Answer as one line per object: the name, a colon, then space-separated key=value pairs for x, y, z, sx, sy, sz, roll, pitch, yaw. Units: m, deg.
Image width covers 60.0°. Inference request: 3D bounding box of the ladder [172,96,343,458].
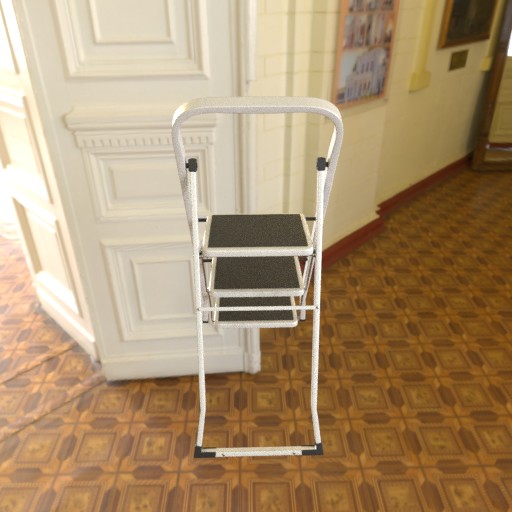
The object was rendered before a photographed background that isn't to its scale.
ladder: x=0.000 y=0.000 z=1.431 sx=0.460 sy=1.050 sz=0.711 roll=-1 pitch=30 yaw=-1
